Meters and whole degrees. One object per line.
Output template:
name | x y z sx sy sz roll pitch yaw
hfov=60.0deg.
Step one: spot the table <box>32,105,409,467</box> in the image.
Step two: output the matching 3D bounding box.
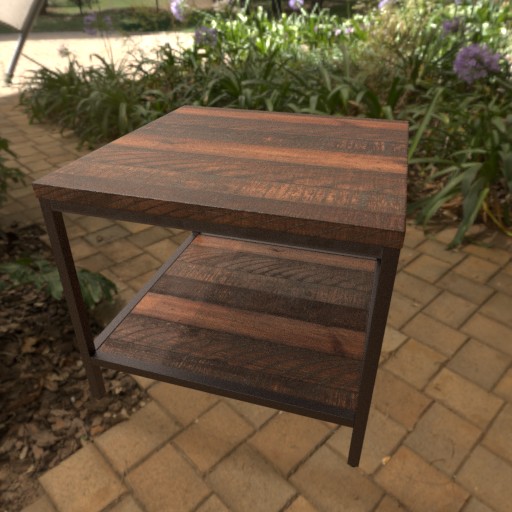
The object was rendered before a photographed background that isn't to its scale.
table | 0.000 0.000 0.956 0.548 0.482 0.553 9 32 14
